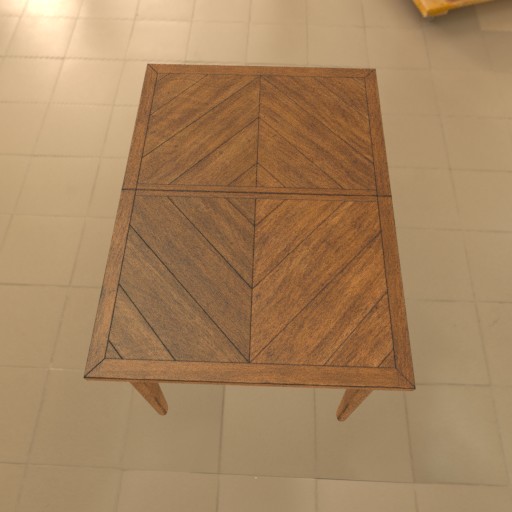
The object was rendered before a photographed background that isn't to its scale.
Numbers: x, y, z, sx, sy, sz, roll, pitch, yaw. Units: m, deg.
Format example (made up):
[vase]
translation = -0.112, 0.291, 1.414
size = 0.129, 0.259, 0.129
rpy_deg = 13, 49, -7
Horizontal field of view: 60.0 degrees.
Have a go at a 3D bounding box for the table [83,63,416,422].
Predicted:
[table]
translation = 0.000, 0.000, 1.576
size = 0.757, 0.760, 1.027
rpy_deg = 2, 63, 1
